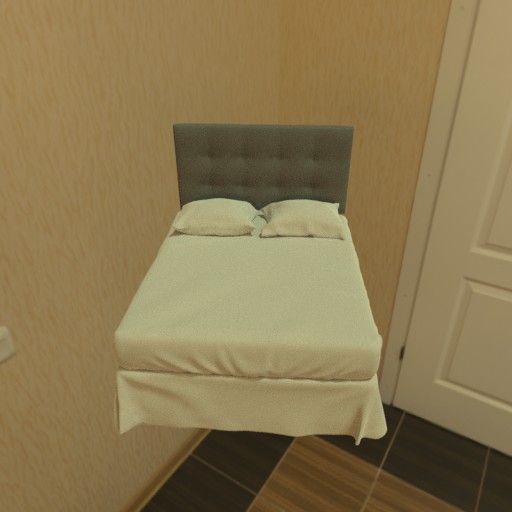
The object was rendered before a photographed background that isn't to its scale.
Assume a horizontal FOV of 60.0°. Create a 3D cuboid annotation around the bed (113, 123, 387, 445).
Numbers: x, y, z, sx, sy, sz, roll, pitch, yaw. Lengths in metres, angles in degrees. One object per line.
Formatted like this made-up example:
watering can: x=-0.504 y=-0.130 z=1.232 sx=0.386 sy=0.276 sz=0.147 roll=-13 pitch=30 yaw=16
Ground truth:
bed: x=0.000 y=0.000 z=3.497 sx=1.936 sy=1.577 sz=2.222 roll=2 pitch=30 yaw=3
